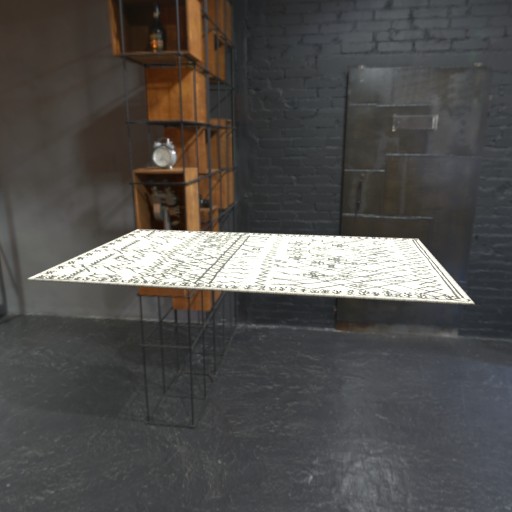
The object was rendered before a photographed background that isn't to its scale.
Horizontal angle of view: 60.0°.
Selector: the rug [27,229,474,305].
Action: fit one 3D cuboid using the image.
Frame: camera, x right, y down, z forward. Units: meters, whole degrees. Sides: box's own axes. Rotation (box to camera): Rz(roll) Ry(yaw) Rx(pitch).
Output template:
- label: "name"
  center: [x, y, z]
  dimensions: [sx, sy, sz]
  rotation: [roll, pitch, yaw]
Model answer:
- label: "rug"
  center: [0.000, 0.000, 3.108]
  dimensions: [2.444, 0.012, 1.526]
  rotation: [2, 15, 9]
